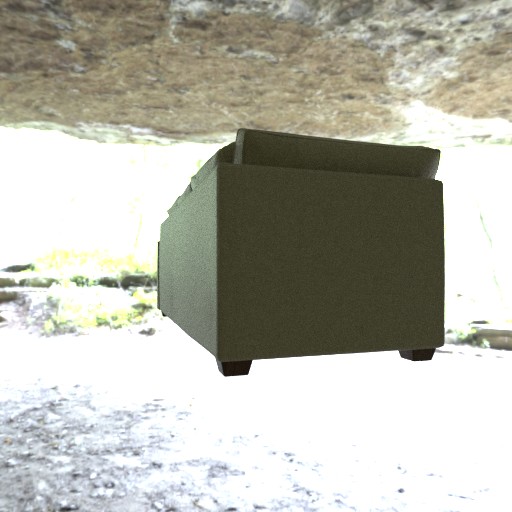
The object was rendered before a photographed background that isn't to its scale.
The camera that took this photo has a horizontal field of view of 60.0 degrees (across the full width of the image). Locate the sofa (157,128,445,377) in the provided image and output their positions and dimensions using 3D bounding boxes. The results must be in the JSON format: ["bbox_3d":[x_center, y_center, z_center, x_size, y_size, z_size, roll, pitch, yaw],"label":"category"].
[{"bbox_3d":[0.000,0.000,2.817,1.053,0.948,2.323,1,-2,-18],"label":"sofa"}]
